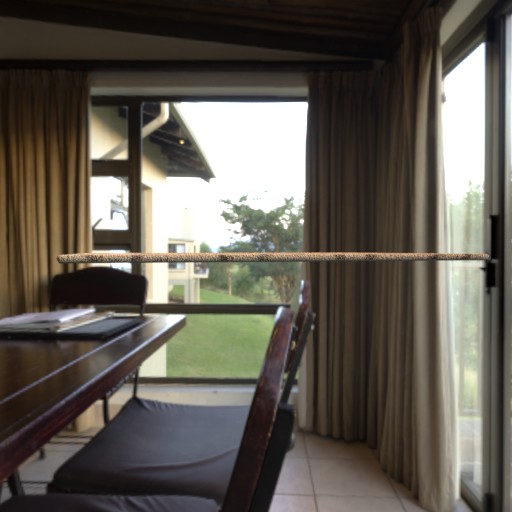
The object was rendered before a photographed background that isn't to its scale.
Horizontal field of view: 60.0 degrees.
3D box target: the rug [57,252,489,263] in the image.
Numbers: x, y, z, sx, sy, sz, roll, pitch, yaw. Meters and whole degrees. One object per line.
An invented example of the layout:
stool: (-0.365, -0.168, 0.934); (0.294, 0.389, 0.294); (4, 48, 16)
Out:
rug: (0.000, 0.000, 2.117); (1.600, 0.025, 1.200); (0, 1, -17)
